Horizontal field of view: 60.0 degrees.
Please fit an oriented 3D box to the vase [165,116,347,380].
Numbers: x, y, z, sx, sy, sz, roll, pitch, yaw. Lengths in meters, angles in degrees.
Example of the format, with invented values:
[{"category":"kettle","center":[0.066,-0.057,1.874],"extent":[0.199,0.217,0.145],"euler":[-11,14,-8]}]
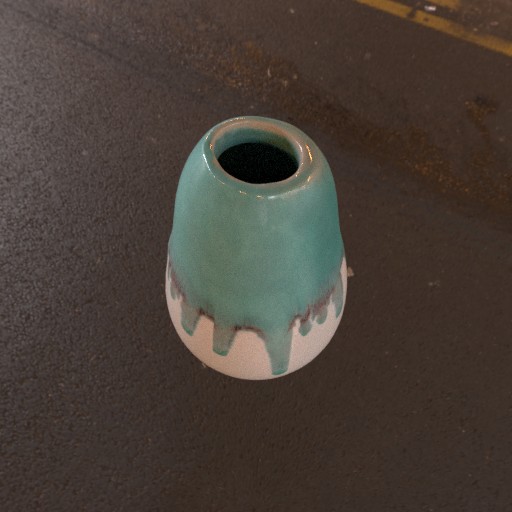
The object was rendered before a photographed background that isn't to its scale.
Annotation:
[{"category":"vase","center":[0.000,0.000,0.256],"extent":[0.116,0.179,0.116],"euler":[0,60,0]}]
